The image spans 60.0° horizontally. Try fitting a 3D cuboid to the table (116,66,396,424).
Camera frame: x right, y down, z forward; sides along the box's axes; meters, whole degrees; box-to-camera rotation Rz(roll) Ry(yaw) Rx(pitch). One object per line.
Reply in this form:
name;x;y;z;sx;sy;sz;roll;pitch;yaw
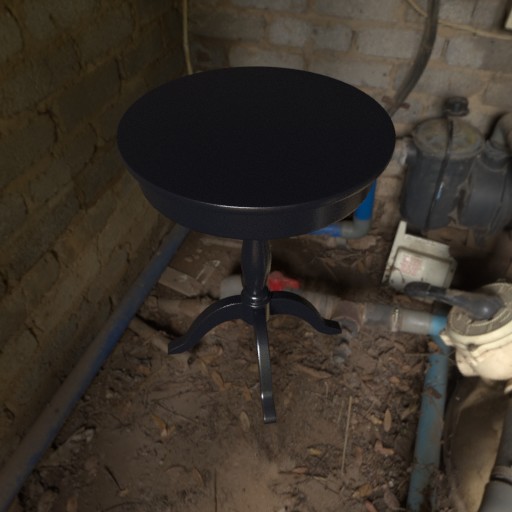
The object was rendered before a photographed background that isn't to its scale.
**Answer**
table;0.000;0.000;1.006;0.481;0.665;0.481;0;45;0
